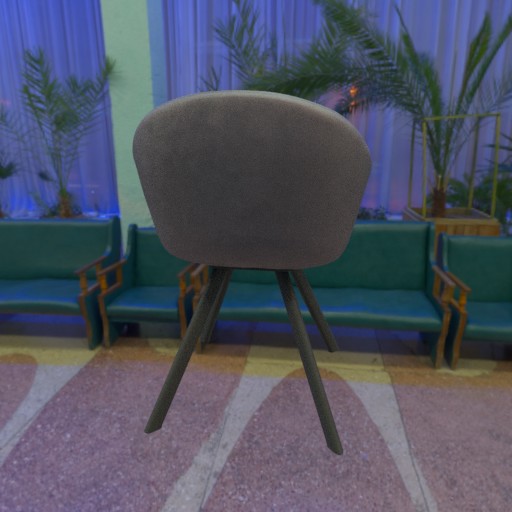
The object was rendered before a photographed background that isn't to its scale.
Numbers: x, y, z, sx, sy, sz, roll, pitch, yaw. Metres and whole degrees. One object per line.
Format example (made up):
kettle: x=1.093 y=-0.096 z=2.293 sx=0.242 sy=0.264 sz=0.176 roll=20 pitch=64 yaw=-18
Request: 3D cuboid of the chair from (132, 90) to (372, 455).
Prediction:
chair: x=0.000 y=0.000 z=1.163 sx=0.567 sy=0.781 sz=0.544 roll=3 pitch=17 yaw=9
